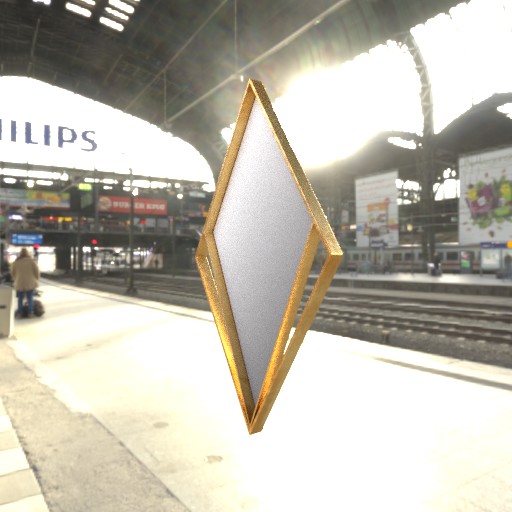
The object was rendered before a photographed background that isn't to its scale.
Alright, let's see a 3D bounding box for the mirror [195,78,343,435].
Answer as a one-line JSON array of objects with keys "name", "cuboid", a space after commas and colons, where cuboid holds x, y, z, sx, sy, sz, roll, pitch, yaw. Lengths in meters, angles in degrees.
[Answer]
[{"name": "mirror", "cuboid": [0.000, 0.000, 0.852, 0.032, 0.679, 0.419, 0, -1, -37]}]
